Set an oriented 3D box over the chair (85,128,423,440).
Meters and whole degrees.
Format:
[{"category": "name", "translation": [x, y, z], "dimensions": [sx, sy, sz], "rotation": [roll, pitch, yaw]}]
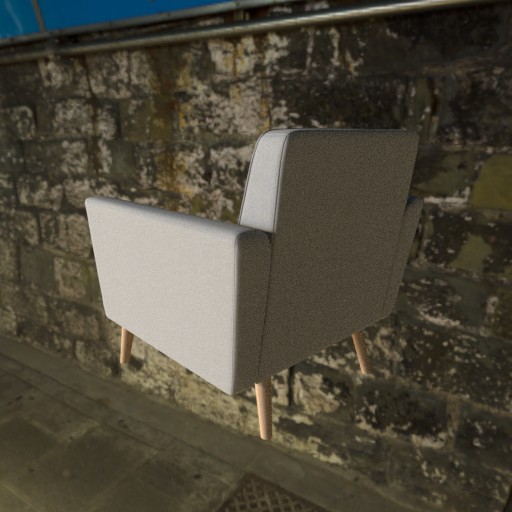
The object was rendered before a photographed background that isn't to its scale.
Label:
[{"category": "chair", "translation": [0.000, 0.000, 1.416], "dimensions": [0.780, 0.780, 0.750], "rotation": [-14, 21, -42]}]
